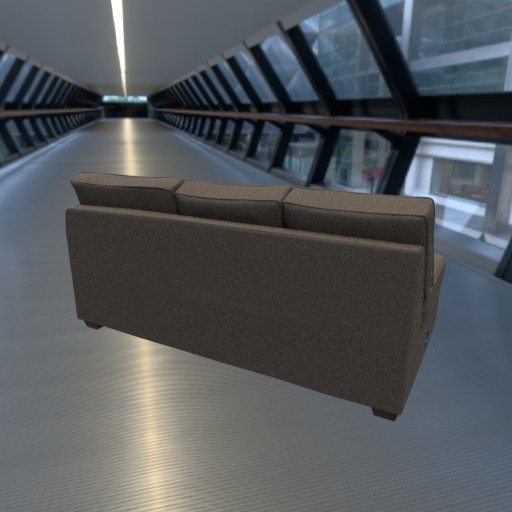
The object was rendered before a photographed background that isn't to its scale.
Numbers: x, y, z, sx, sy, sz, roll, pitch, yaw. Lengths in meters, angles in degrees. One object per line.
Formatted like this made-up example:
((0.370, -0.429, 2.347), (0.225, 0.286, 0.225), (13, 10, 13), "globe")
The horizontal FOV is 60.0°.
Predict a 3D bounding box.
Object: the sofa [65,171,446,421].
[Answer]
((0.000, 0.000, 2.560), (1.963, 0.946, 1.034), (9, 20, 27), "sofa")
